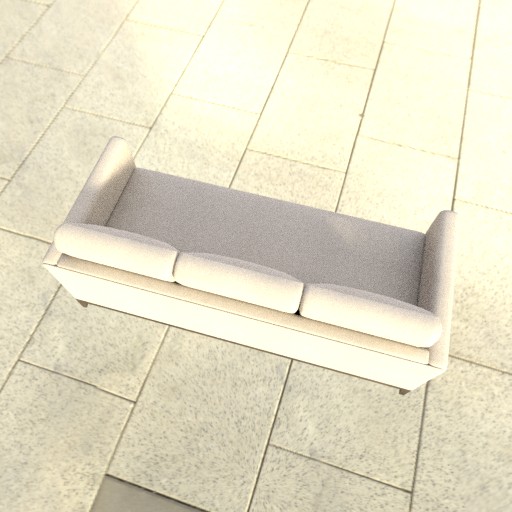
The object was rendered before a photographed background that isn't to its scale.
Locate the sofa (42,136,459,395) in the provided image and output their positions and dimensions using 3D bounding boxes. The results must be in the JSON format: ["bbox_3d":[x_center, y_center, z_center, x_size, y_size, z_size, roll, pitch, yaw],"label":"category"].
[{"bbox_3d":[0.000,0.000,2.705,2.210,0.838,0.959,14,64,7],"label":"sofa"}]
